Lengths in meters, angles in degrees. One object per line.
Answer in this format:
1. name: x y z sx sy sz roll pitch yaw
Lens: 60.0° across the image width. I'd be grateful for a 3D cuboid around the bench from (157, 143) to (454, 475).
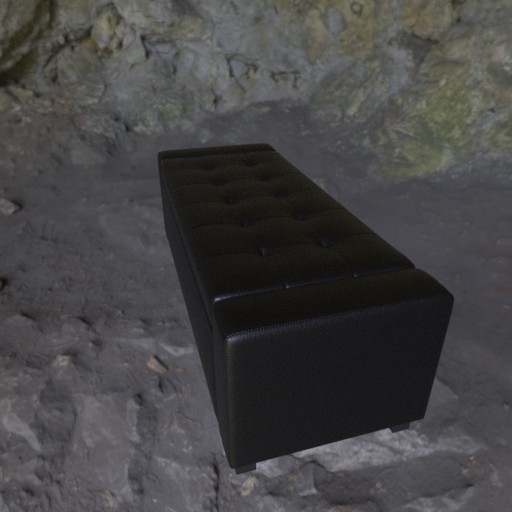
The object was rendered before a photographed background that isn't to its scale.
1. bench: 0.000 0.000 1.507 0.508 0.445 1.296 -8 30 -14
